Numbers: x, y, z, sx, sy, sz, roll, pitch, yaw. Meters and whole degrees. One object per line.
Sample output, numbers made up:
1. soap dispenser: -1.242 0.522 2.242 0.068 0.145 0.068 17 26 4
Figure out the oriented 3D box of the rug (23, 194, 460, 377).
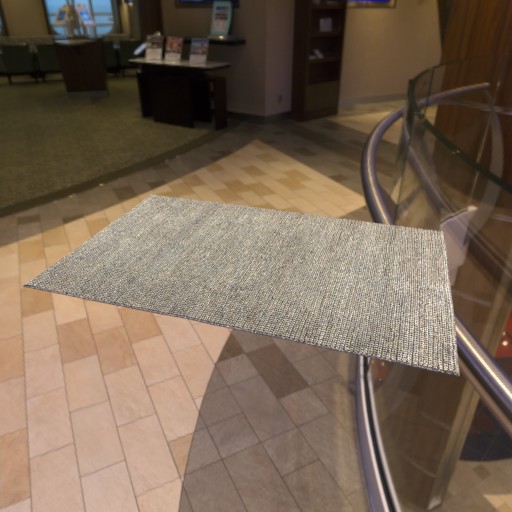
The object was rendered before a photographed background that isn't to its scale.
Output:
1. rug: 0.000 0.000 2.966 2.443 0.021 1.538 9 31 15
